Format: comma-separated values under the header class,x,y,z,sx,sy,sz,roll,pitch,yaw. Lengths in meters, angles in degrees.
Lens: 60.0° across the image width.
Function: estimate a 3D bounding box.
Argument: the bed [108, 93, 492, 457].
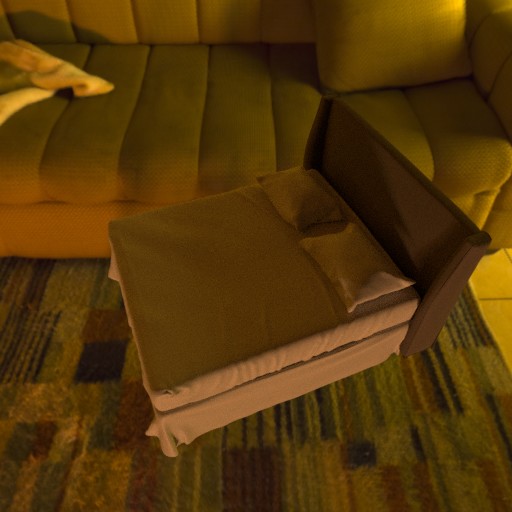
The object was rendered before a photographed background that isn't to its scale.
class,x,y,z,sx,sy,sz,roll,pitch,yaw
bed,0.000,0.000,3.388,2.276,1.332,1.925,-17,50,-15
